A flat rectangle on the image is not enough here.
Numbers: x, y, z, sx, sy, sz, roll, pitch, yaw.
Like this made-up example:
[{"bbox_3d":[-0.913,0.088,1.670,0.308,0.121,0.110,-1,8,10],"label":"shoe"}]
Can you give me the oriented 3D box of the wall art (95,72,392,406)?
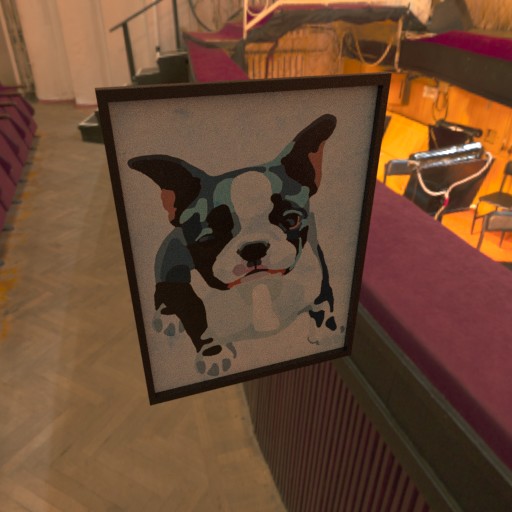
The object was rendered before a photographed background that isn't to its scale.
[{"bbox_3d":[0.000,0.000,1.375,0.774,1.027,0.030,-10,32,-16],"label":"wall art"}]
